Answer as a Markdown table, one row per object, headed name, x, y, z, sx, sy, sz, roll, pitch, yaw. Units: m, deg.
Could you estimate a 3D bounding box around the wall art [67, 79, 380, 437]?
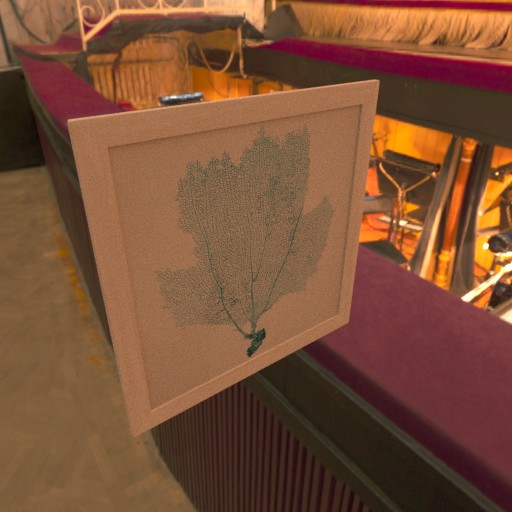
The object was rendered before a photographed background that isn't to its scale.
| name | x | y | z | sx | sy | sz | roll | pitch | yaw |
| --- | --- | --- | --- | --- | --- | --- | --- | --- | --- |
| wall art | 0.000 | 0.000 | 0.847 | 0.584 | 0.584 | 0.013 | -20 | 35 | -31 |
